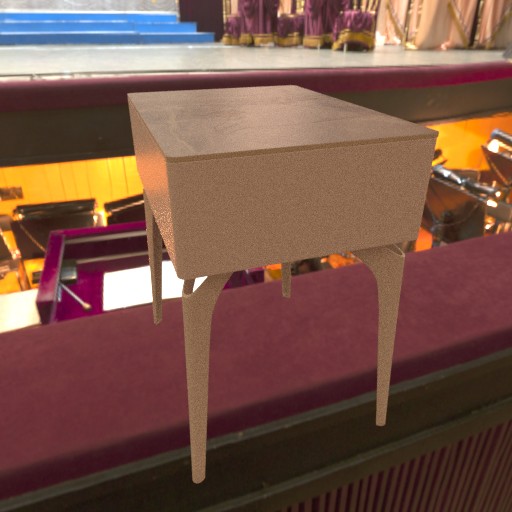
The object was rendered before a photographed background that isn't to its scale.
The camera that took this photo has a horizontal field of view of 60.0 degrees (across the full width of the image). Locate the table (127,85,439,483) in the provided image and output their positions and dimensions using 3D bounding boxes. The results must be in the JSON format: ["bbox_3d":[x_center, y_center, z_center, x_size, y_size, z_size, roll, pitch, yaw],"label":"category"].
[{"bbox_3d":[0.000,0.000,0.890,0.400,0.570,0.500,-9,30,-17],"label":"table"}]
